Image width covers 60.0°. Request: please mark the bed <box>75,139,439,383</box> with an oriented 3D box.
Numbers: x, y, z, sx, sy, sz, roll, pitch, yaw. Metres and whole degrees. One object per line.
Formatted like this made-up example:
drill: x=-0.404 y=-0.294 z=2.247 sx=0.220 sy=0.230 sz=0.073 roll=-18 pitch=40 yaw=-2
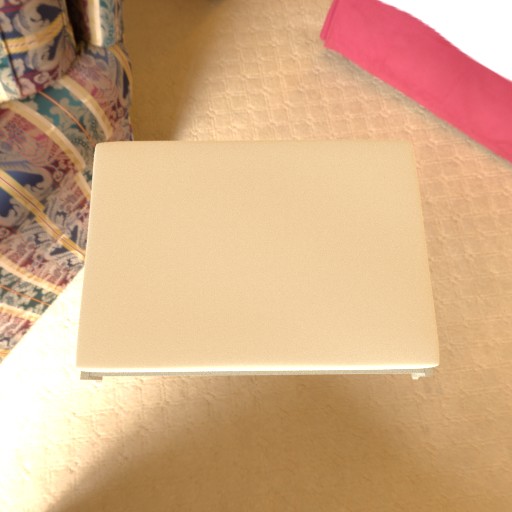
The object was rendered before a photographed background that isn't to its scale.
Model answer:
bed: x=0.000 y=0.000 z=2.688 sx=1.985 sy=0.510 sz=1.460 roll=-1 pitch=74 yaw=0
